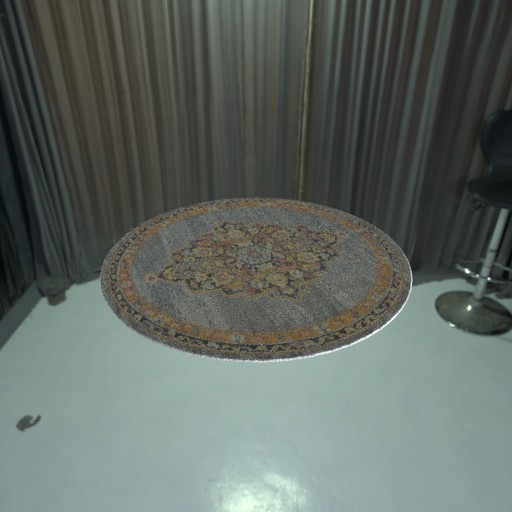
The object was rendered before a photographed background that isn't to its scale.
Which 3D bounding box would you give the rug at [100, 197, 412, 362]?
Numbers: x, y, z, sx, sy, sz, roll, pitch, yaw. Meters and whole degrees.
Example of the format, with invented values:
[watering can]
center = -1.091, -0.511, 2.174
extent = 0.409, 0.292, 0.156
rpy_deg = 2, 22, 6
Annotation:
[rug]
center = 0.000, 0.000, 2.371
extent = 1.598, 0.010, 1.598
rpy_deg = 0, 30, 0
